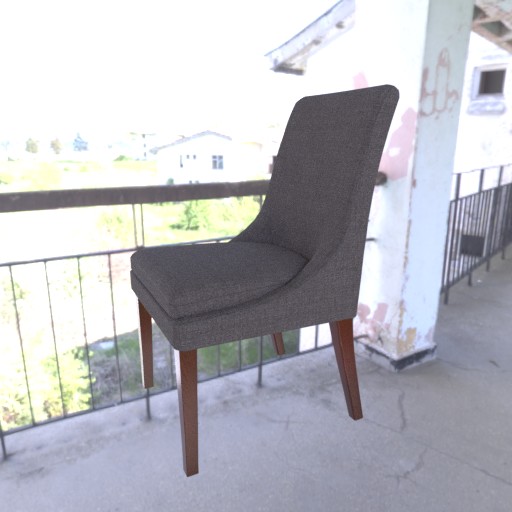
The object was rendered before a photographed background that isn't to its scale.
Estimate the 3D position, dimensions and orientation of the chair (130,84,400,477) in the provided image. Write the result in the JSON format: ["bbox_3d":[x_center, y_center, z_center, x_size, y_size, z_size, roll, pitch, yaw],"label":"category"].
[{"bbox_3d":[0.000,0.000,1.322,0.655,0.952,0.508,-7,17,-26],"label":"chair"}]
